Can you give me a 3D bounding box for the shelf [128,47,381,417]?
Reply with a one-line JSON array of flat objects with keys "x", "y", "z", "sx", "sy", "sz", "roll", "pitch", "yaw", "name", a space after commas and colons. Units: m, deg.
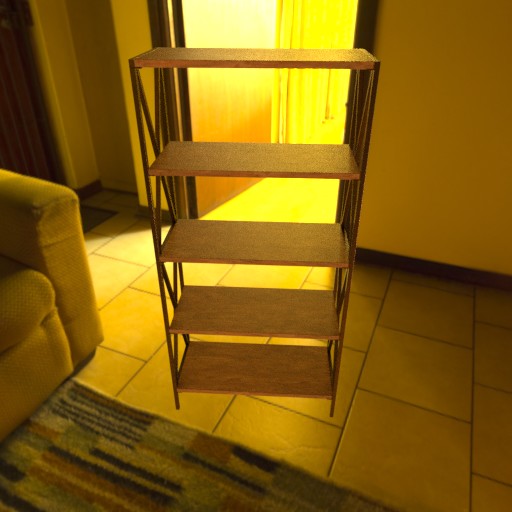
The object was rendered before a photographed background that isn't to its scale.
[{"x": 0.000, "y": 0.000, "z": 2.158, "sx": 0.874, "sy": 1.803, "sz": 0.386, "roll": 2, "pitch": 31, "yaw": 3, "name": "shelf"}]
